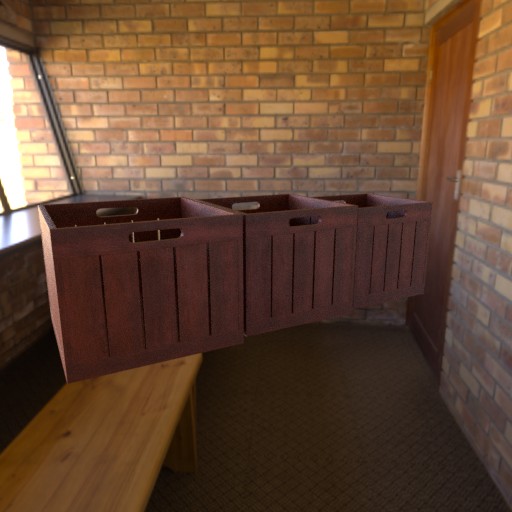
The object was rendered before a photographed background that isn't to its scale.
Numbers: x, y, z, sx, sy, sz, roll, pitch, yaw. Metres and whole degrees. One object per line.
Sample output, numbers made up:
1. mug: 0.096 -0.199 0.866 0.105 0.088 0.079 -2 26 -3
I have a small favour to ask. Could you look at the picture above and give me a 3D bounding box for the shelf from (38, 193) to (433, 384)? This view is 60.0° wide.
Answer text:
1. shelf: 0.000 0.000 1.256 1.064 0.311 0.393 -7 16 -27
